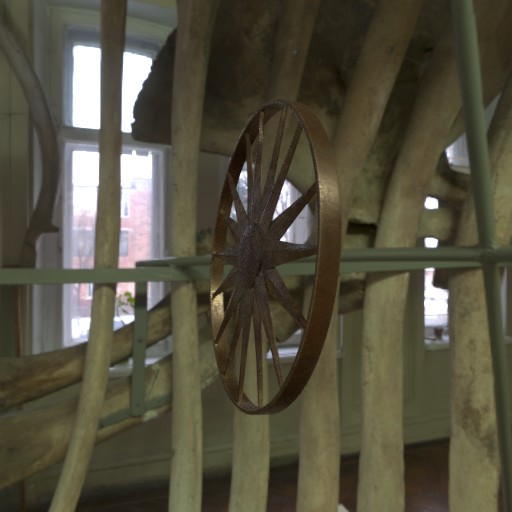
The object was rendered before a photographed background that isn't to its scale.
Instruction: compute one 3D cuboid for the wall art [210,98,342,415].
[{"bbox_3d":[0.000,0.000,0.862,0.084,0.583,0.582,0,0,-20],"label":"wall art"}]
